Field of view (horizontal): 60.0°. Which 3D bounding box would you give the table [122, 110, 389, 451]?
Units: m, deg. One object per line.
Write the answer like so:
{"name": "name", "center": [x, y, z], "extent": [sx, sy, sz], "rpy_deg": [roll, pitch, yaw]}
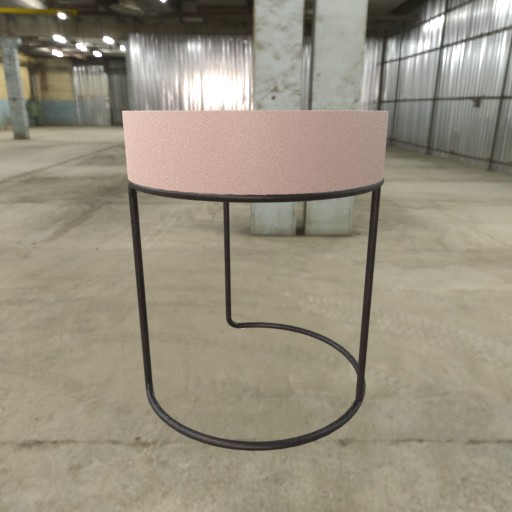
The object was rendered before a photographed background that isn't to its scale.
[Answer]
{"name": "table", "center": [0.000, 0.000, 0.853], "extent": [0.450, 0.530, 0.450], "rpy_deg": [0, 18, 0]}
